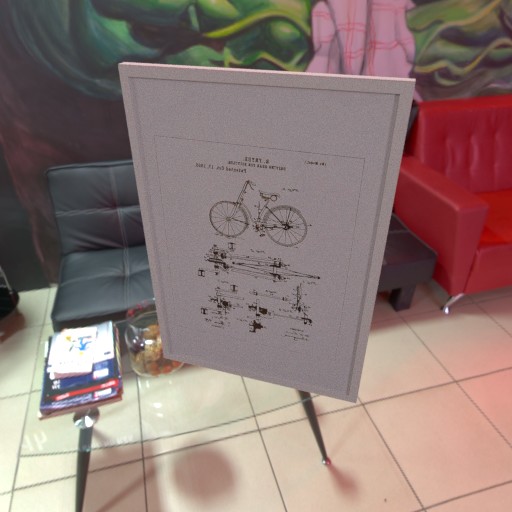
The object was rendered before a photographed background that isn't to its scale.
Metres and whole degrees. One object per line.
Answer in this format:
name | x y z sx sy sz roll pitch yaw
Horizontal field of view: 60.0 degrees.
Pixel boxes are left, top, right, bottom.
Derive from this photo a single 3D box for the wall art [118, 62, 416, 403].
wall art | 0.000 0.000 0.610 0.332 0.477 0.015 9 34 14
